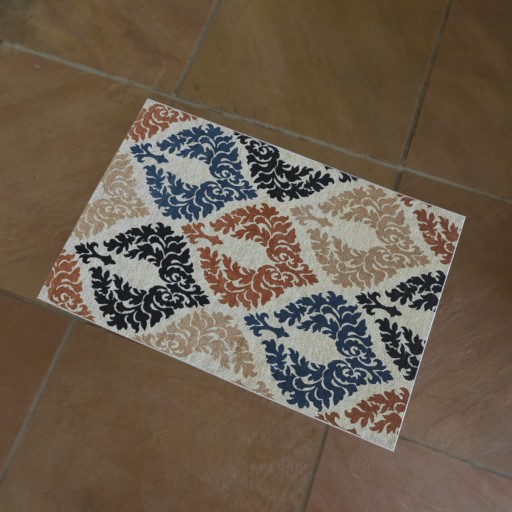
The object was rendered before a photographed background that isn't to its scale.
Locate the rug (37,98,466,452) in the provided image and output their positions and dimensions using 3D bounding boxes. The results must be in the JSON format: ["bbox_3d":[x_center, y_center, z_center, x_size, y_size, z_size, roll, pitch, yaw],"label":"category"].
[{"bbox_3d":[0.000,0.000,2.762,2.275,0.014,1.514,22,76,6],"label":"rug"}]
